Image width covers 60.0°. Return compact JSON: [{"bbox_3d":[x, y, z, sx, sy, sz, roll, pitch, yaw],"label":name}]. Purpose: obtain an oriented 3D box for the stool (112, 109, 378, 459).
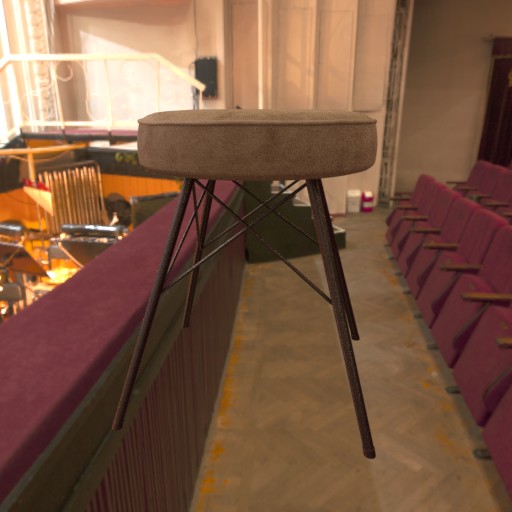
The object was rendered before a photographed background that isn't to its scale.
[{"bbox_3d":[0.000,0.000,0.858,0.457,0.538,0.423,3,18,8],"label":"stool"}]
